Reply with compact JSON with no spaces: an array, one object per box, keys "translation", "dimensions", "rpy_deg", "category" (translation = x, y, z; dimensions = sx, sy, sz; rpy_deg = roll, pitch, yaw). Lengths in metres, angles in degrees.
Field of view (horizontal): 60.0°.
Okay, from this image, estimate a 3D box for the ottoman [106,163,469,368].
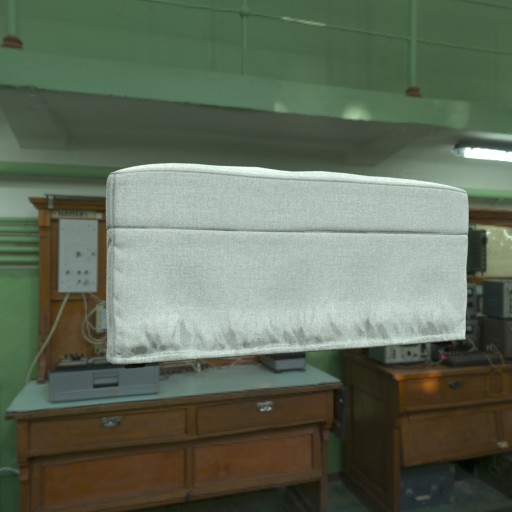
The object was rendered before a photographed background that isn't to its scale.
[{"translation":[0.000,0.000,1.324],"dimensions":[0.843,0.436,0.840],"rpy_deg":[0,0,-18],"category":"ottoman"}]
